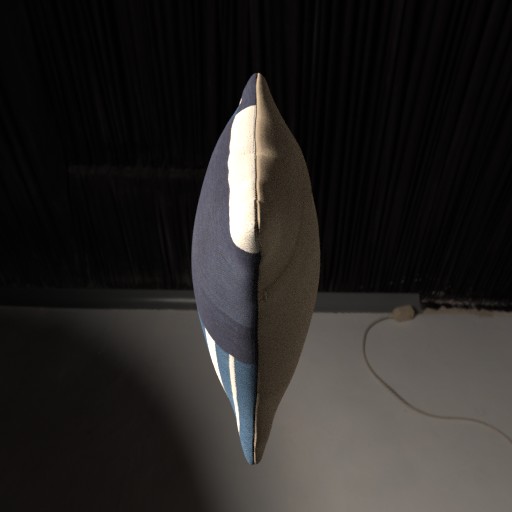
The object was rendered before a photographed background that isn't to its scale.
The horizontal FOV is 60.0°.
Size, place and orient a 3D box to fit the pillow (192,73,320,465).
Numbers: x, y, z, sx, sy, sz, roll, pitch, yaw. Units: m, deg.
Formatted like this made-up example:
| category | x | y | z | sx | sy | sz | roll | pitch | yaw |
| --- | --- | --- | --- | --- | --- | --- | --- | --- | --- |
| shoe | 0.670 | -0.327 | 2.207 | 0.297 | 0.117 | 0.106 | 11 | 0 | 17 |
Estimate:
| category | x | y | z | sx | sy | sz | roll | pitch | yaw |
| --- | --- | --- | --- | --- | --- | --- | --- | --- | --- |
| pillow | 0.000 | 0.000 | 0.808 | 0.229 | 0.506 | 0.536 | 0 | 40 | 0 |
